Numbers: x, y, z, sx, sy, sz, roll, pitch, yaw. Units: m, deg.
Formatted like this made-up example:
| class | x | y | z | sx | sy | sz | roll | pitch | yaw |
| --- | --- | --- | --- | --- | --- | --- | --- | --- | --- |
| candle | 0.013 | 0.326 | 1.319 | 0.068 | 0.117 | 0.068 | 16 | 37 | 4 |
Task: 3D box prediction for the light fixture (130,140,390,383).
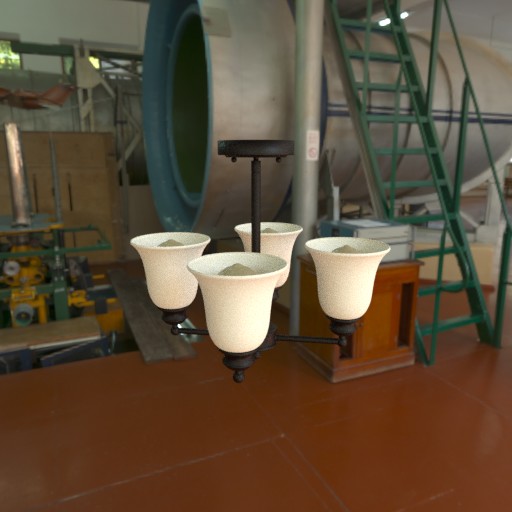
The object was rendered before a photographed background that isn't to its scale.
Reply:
| class | x | y | z | sx | sy | sz | roll | pitch | yaw |
| --- | --- | --- | --- | --- | --- | --- | --- | --- | --- |
| light fixture | 0.000 | 0.000 | 1.839 | 1.069 | 0.925 | 1.069 | 2 | 13 | 9 |
